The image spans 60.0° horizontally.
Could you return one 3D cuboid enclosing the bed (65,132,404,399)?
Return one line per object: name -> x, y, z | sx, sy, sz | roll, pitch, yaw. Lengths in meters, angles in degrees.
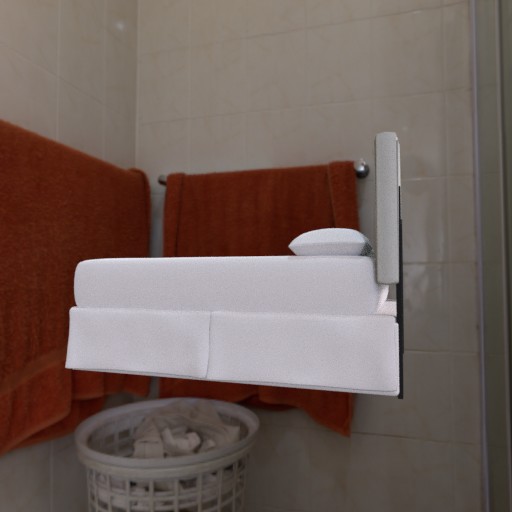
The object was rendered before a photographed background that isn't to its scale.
bed -> 0.000, 0.000, 3.480 | 2.180, 1.607, 1.813 | -1, -3, 19
